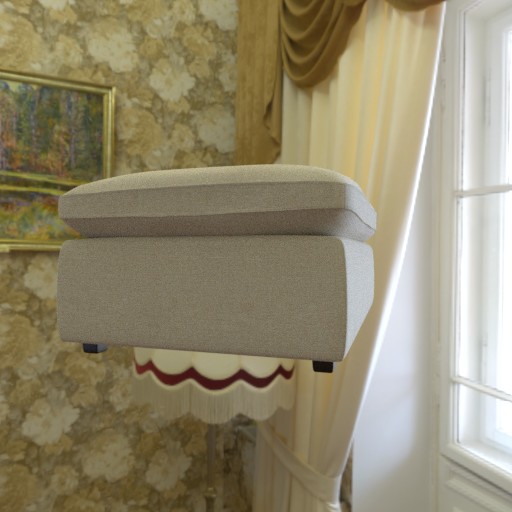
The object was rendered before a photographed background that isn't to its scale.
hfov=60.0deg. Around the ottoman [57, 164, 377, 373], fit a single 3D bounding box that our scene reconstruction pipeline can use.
[{"bbox_3d":[0.000,0.000,1.356,0.686,0.453,0.984,0,0,18],"label":"ottoman"}]
